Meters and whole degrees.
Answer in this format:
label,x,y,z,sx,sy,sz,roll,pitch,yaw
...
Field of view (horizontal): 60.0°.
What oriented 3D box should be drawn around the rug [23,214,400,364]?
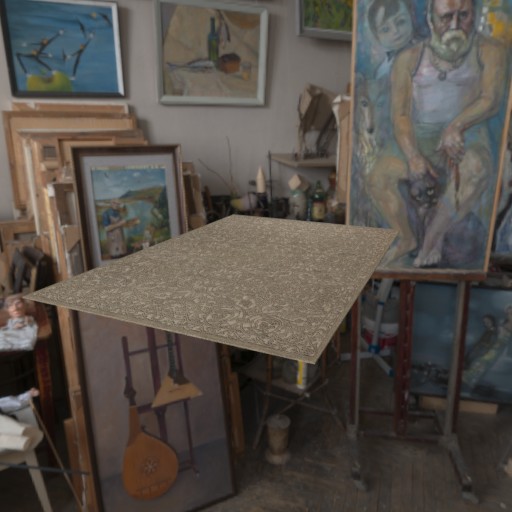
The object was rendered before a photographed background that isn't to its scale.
label,x,y,z,sx,sy,sz,roll,pitch,yaw
rug,0.000,0.000,2.328,1.221,0.006,1.827,8,18,24
